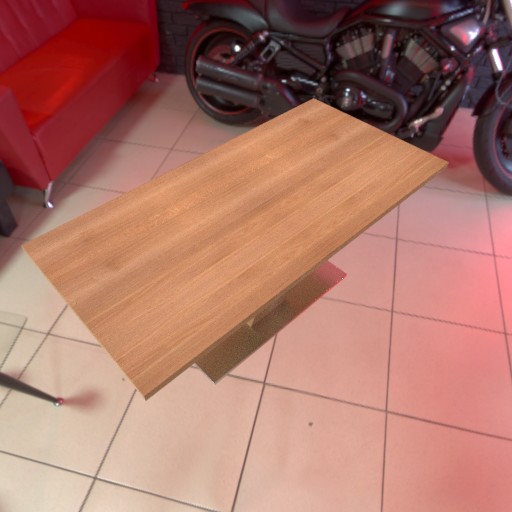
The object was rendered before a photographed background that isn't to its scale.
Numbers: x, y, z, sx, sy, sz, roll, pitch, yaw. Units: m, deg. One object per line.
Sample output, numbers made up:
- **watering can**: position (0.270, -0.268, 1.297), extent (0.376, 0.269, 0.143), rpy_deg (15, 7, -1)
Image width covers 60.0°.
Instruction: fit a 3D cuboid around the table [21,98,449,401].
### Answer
- **table**: position (0.000, 0.000, 2.289), extent (1.800, 0.750, 0.900), rpy_deg (-35, 56, -28)
